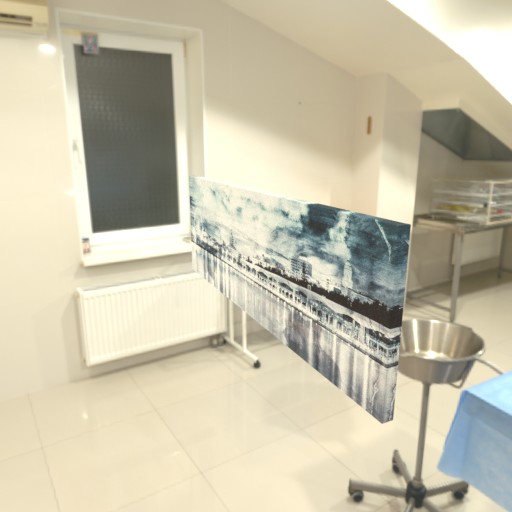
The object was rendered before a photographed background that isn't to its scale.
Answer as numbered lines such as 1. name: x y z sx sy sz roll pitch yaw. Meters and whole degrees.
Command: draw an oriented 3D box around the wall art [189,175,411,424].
1. wall art: 0.000 0.000 1.720 0.037 0.509 1.524 -7 16 -25
